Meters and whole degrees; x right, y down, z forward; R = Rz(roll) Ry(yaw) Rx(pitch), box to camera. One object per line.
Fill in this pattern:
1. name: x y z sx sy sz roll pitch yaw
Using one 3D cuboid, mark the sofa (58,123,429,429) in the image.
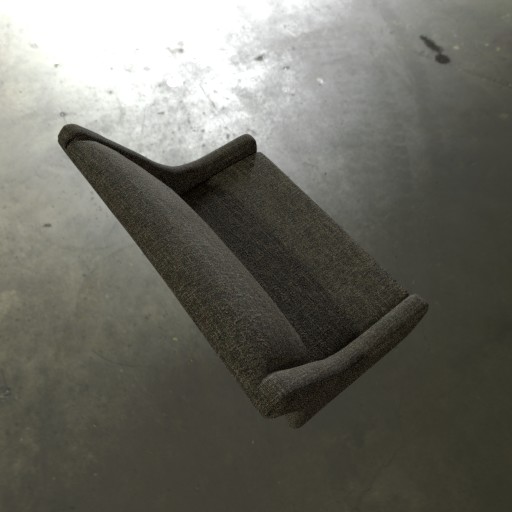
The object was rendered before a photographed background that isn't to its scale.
1. sofa: 0.000 0.000 1.872 0.870 1.021 1.242 -34 65 -18
